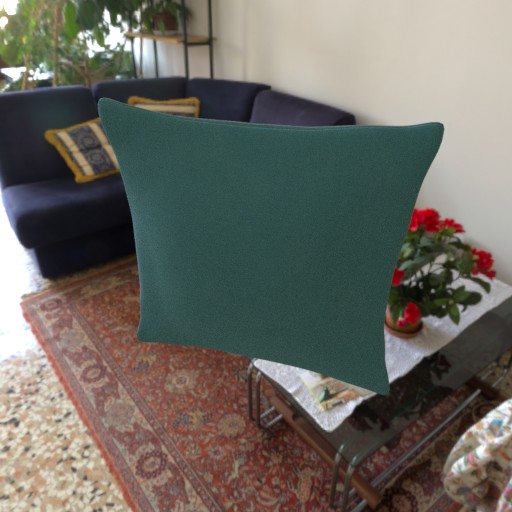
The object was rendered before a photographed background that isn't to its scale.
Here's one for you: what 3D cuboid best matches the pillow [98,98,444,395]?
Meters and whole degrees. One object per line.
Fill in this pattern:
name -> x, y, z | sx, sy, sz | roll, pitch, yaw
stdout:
pillow -> 0.000, 0.000, 0.638 | 0.433, 0.415, 0.151 | 9, 32, 14
